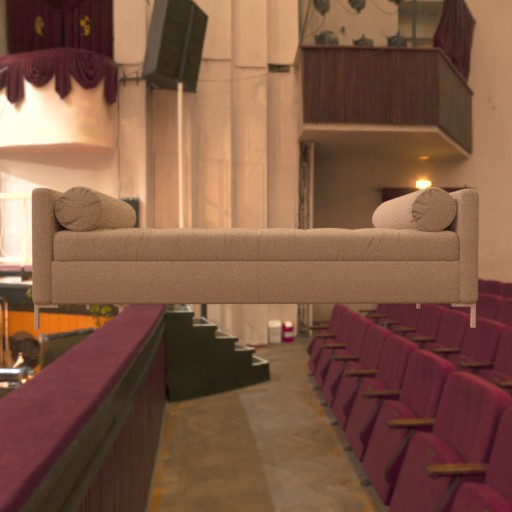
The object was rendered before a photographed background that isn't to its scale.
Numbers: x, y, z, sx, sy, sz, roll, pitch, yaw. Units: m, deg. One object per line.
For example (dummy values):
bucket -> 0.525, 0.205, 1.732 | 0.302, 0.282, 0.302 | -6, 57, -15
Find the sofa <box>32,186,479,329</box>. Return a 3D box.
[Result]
sofa -> 0.000, 0.000, 2.295 | 1.981, 0.635, 0.686 | 0, 1, -1
